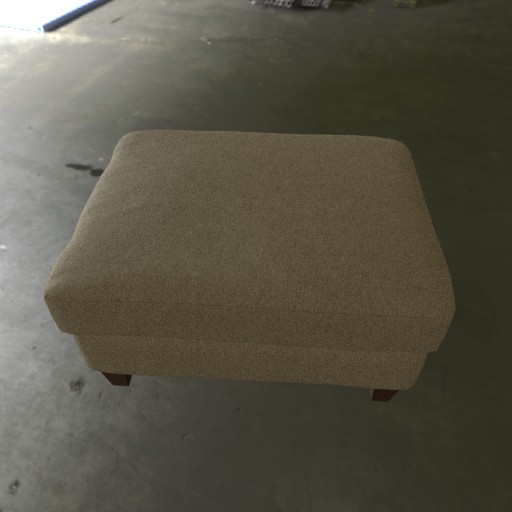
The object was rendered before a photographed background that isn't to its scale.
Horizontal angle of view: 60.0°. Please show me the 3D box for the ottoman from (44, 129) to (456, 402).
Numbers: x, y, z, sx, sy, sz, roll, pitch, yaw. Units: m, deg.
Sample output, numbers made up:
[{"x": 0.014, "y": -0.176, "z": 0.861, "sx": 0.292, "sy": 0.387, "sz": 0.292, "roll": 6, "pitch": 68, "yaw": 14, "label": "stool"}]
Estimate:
[{"x": 0.000, "y": 0.000, "z": 1.284, "sx": 0.889, "sy": 0.511, "sz": 0.692, "roll": 3, "pitch": 46, "yaw": 3, "label": "ottoman"}]
